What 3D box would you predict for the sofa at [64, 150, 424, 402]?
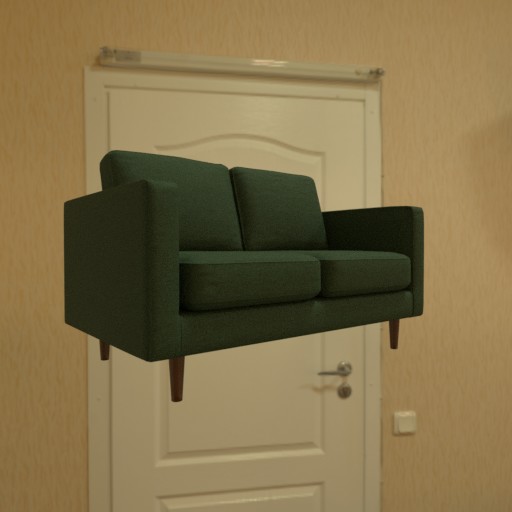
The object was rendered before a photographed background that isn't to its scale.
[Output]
[{"bbox_3d":[0.000,0.000,2.015,1.430,0.899,0.879,-1,1,-38],"label":"sofa"}]
